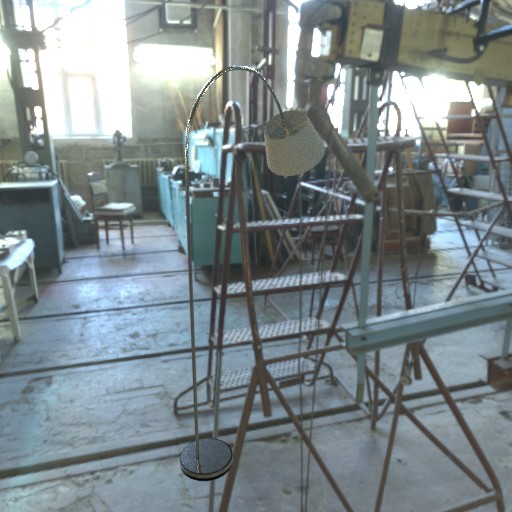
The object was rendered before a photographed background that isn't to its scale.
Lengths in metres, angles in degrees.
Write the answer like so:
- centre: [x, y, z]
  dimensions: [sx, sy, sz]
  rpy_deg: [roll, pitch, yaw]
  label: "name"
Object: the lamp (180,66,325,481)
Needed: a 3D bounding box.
- centre: [0.000, 0.000, 2.680]
  dimensions: [0.406, 2.098, 1.445]
  rpy_deg: [8, 17, 27]
  label: "lamp"
